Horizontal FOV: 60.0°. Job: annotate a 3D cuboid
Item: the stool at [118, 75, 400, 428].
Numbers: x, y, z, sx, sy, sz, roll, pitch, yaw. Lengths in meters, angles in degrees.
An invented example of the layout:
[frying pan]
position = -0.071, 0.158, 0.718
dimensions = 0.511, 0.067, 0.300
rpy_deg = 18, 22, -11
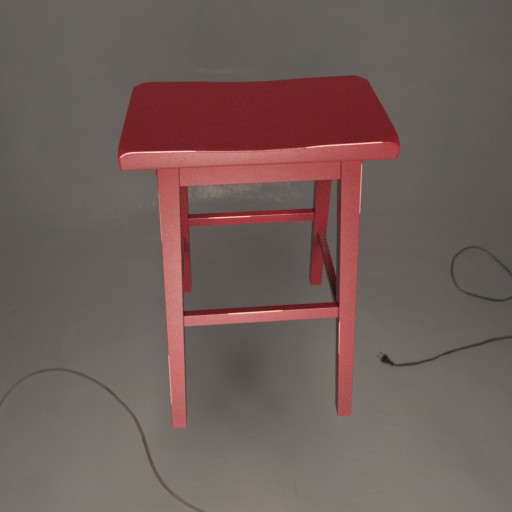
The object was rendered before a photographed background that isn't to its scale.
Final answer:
[stool]
position = 0.000, 0.000, 1.034
dimensions = 0.457, 0.737, 0.476
rpy_deg = -3, 46, -3
